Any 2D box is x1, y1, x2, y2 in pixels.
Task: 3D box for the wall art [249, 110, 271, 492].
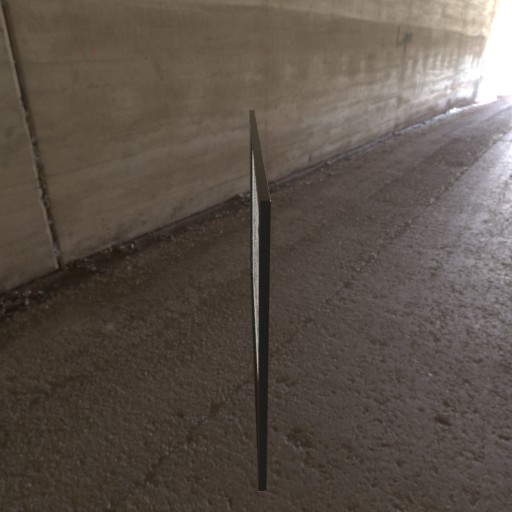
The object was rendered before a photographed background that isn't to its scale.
[{"bbox_3d":[0.000,0.000,1.050,0.015,0.552,0.819,-1,26,-1],"label":"wall art"}]
